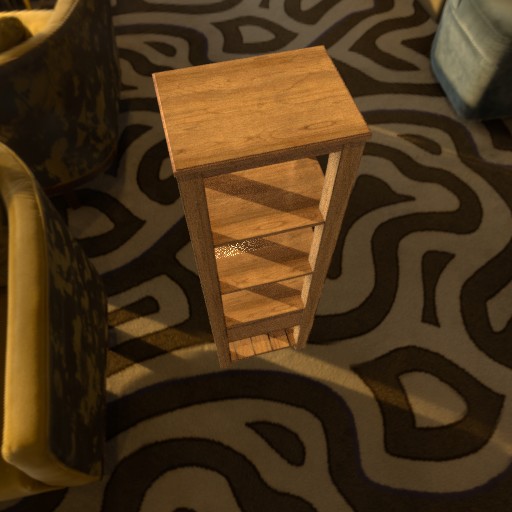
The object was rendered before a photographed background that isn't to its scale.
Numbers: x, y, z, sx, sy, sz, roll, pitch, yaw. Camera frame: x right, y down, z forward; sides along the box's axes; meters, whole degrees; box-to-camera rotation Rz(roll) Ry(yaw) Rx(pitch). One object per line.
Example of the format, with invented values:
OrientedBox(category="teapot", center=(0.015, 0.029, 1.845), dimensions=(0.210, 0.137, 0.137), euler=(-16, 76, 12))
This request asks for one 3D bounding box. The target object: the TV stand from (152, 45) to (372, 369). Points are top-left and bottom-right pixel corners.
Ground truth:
OrientedBox(category="TV stand", center=(0.000, 0.000, 2.102), dimensions=(0.565, 1.828, 0.435), euler=(-13, 60, -7))
